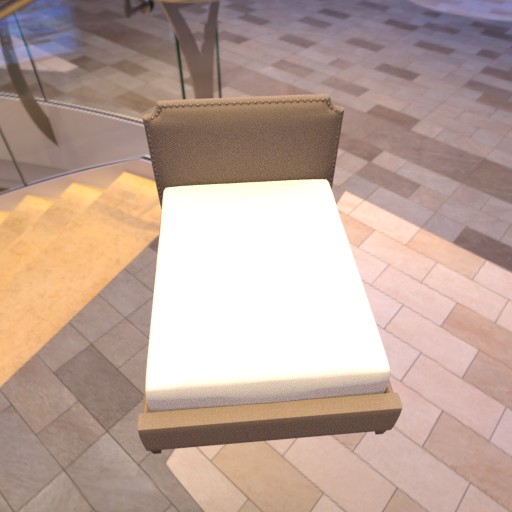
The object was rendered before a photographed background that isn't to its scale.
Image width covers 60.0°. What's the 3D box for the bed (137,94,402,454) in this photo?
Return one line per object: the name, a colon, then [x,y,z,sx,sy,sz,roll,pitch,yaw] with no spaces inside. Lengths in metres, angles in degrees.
bed: [0.000,0.000,3.404,1.713,1.443,2.372,-4,46,-3]
